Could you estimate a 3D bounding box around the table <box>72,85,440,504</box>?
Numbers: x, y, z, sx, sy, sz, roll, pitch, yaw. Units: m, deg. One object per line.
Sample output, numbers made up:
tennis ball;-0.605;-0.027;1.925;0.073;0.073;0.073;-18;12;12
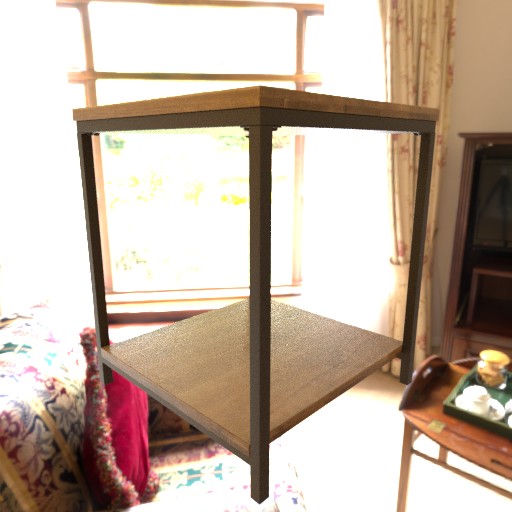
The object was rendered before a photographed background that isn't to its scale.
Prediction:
table;0.000;0.000;0.932;0.507;0.589;0.503;14;19;43
